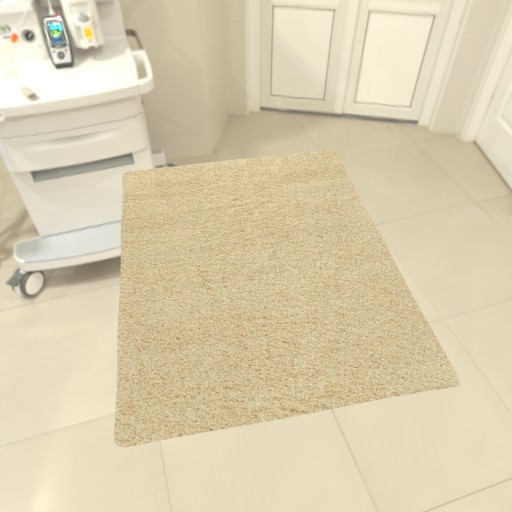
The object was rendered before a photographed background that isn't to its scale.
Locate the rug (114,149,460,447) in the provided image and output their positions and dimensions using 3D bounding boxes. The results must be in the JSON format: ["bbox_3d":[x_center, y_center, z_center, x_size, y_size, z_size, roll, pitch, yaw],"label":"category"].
[{"bbox_3d":[0.000,0.000,3.985,2.401,0.025,3.001,-8,47,-7],"label":"rug"}]
